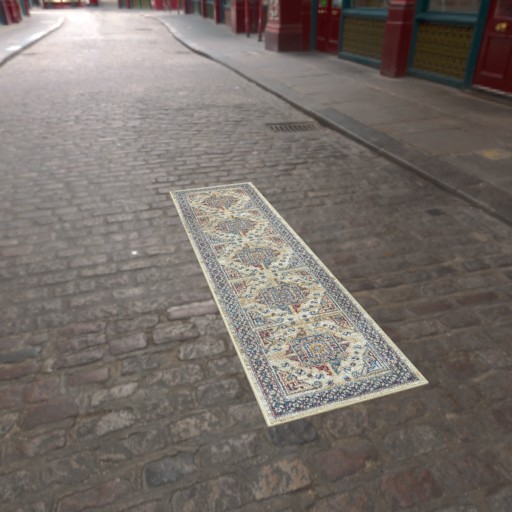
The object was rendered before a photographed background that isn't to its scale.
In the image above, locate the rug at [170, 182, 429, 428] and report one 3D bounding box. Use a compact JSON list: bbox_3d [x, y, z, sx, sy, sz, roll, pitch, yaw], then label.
[{"bbox_3d":[0.000,0.000,2.575,0.661,0.013,2.297,-9,31,-16],"label":"rug"}]
